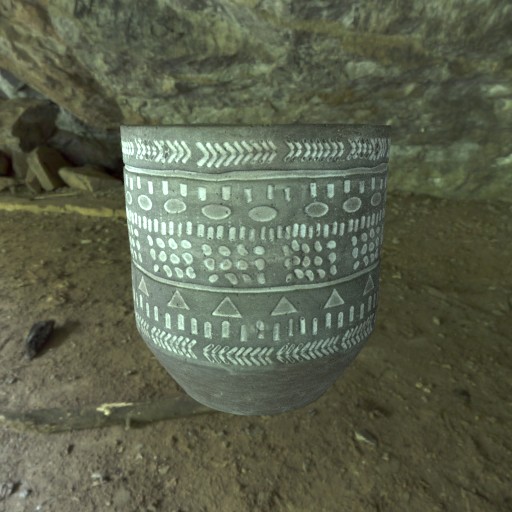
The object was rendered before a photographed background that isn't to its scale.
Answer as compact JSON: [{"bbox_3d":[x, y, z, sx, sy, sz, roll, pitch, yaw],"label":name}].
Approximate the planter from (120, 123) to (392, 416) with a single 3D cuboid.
[{"bbox_3d":[0.000,0.000,0.260,0.142,0.149,0.142,0,17,0],"label":"planter"}]
